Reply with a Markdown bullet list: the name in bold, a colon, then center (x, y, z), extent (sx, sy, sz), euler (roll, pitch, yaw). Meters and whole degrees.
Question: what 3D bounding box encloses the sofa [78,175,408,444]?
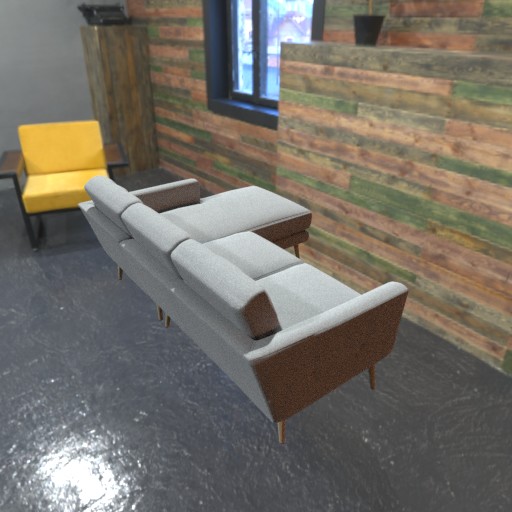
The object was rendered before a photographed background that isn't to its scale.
- **sofa**: center (0.000, 0.000, 2.807), extent (1.530, 0.860, 2.040), euler (-20, 34, -32)
